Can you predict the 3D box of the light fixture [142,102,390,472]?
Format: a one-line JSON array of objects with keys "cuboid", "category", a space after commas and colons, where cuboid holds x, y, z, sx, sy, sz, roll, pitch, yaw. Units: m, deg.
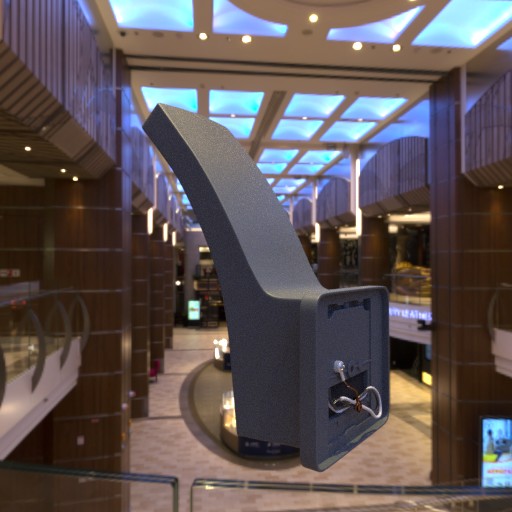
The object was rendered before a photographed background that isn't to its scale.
[{"cuboid": [0.000, 0.000, 0.334, 0.174, 0.243, 0.108, -1, -1, 37], "category": "light fixture"}]
